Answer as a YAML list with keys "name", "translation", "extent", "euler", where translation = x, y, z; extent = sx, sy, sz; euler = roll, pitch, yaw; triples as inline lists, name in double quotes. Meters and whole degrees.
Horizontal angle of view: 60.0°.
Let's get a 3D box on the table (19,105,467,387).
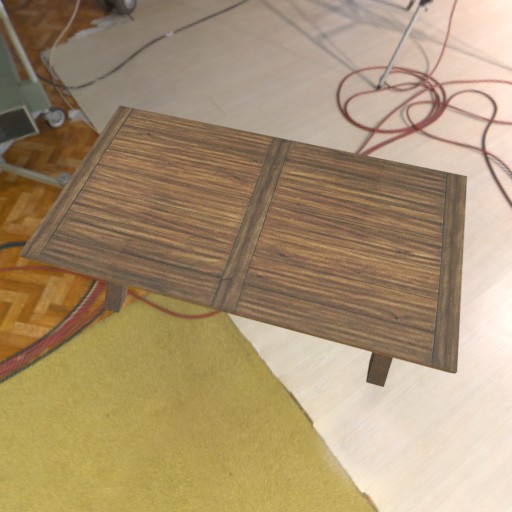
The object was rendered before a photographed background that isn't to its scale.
- name: "table"
  translation: [0.000, 0.000, 2.504]
  extent: [1.966, 0.793, 1.071]
  euler: [14, 59, 8]
